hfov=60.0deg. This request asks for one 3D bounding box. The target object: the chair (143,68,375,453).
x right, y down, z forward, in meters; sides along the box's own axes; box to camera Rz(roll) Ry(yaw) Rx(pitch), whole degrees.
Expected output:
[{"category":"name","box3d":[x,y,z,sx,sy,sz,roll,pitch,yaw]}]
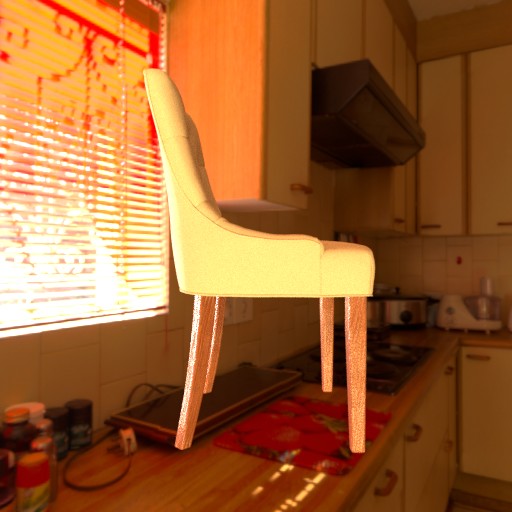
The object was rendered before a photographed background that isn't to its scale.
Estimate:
[{"category":"chair","box3d":[0.000,0.000,1.220,0.565,0.874,0.509,0,0,1]}]
